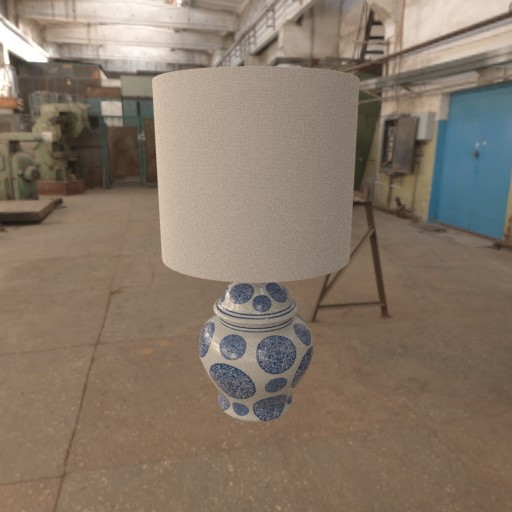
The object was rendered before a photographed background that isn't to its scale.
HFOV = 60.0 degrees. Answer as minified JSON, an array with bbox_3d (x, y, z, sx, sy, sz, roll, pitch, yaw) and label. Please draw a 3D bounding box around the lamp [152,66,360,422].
[{"bbox_3d":[0.000,0.000,0.518,0.215,0.381,0.215,-3,15,-10],"label":"lamp"}]
